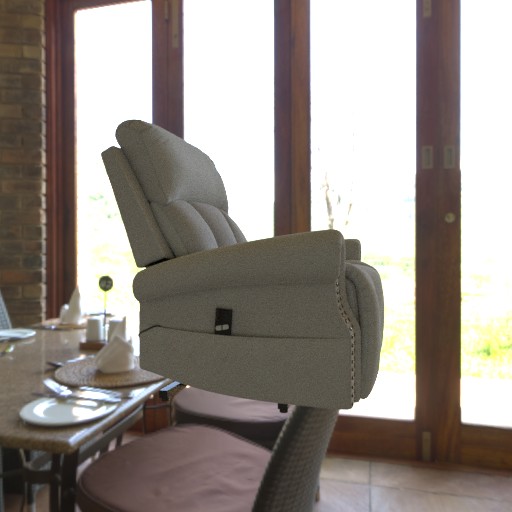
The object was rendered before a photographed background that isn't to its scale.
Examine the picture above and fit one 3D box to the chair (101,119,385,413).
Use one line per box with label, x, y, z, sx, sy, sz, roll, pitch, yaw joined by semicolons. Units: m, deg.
chair;0.000;0.000;1.773;0.979;1.031;0.871;0;0;17
